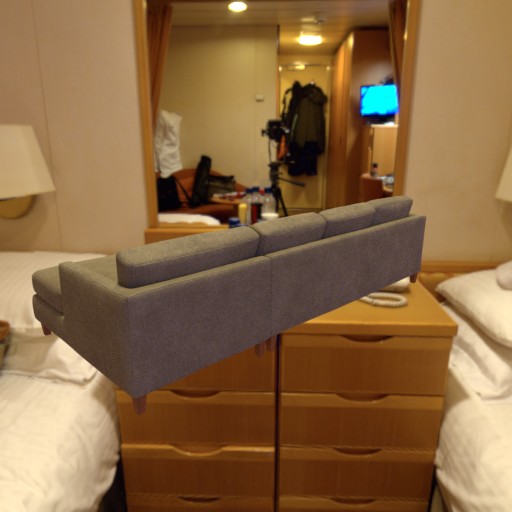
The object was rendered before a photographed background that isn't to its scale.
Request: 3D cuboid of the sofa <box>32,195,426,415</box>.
[{"bbox_3d":[0.000,0.000,4.053,3.471,0.950,1.604,-15,21,-42],"label":"sofa"}]
